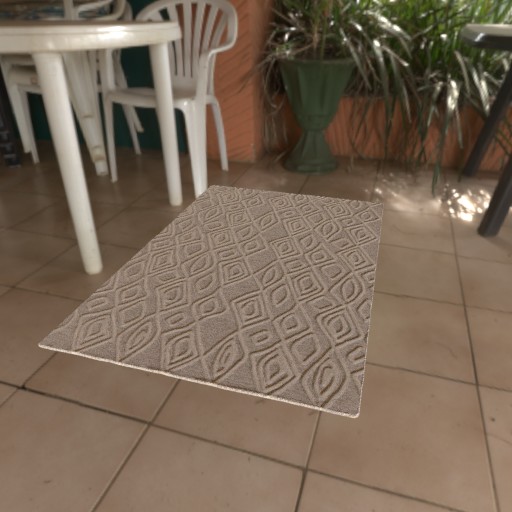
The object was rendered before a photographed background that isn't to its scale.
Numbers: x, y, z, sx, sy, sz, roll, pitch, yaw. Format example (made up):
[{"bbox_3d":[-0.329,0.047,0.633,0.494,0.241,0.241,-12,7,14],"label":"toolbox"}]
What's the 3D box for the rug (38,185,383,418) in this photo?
[{"bbox_3d":[0.000,0.000,2.321,1.224,0.016,1.832,8,30,14],"label":"rug"}]
